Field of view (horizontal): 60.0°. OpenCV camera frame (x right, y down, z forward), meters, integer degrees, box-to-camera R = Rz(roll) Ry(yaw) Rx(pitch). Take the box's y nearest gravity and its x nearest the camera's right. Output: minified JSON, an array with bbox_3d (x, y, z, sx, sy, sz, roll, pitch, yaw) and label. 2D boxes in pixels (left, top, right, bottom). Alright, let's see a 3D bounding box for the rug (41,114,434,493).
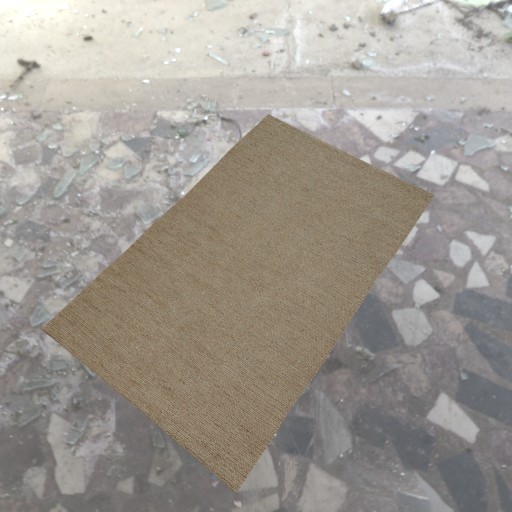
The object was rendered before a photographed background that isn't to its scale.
[{"bbox_3d":[0.000,0.000,3.032,1.533,0.011,2.439,32,63,18],"label":"rug"}]
